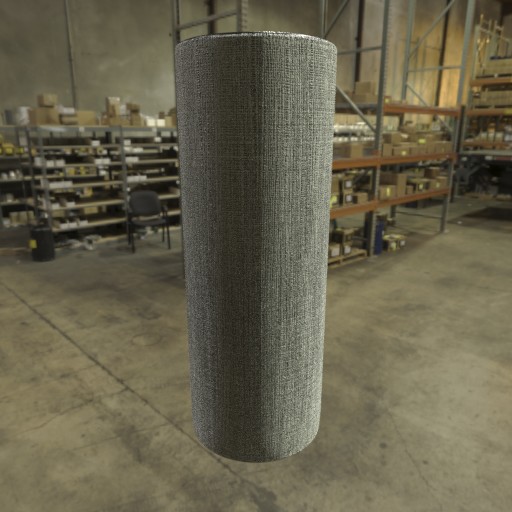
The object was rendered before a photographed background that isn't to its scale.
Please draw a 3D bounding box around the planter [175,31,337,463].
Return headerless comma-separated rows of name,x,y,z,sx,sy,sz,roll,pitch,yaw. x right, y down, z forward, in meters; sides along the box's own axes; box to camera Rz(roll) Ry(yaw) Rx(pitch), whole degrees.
planter,0.000,0.000,0.313,0.100,0.270,0.100,-15,22,-42
